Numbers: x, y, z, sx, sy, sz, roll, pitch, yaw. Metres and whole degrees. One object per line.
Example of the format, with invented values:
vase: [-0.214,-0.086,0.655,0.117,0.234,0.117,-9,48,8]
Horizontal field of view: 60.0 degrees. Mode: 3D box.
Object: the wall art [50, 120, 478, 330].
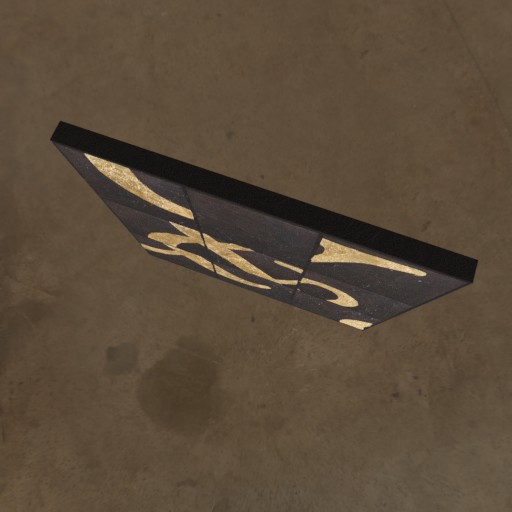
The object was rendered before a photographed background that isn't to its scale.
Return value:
wall art: [0.000,0.000,1.118,0.758,0.758,0.044,19,76,5]
